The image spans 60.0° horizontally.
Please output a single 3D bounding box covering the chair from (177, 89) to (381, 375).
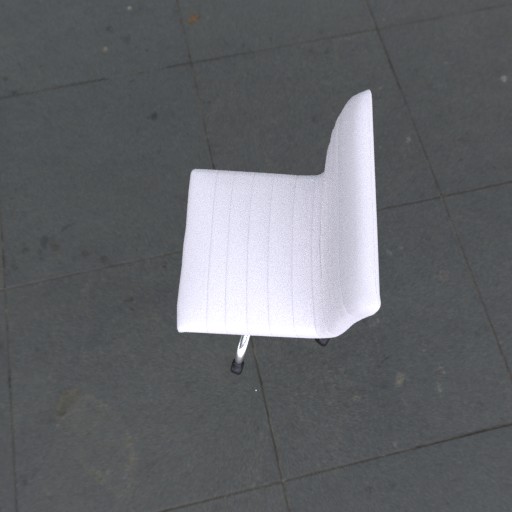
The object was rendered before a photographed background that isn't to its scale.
[{"bbox_3d":[0.000,0.000,1.037,0.455,0.750,0.520,2,73,1],"label":"chair"}]
